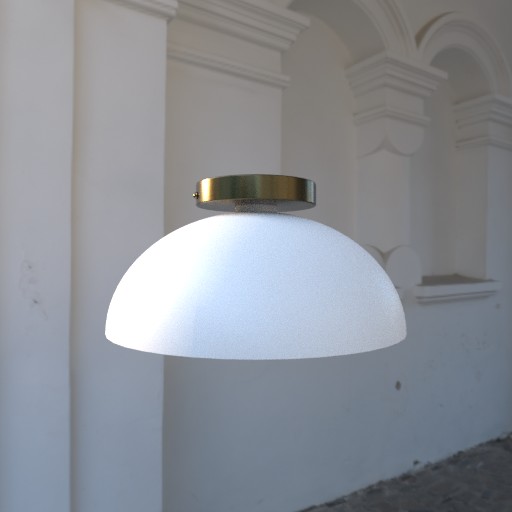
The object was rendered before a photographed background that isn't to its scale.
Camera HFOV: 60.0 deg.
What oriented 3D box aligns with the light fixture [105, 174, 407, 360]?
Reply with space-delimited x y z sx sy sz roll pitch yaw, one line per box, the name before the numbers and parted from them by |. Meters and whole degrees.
light fixture | 0.000 0.000 0.552 0.355 0.177 0.355 0 0 0
